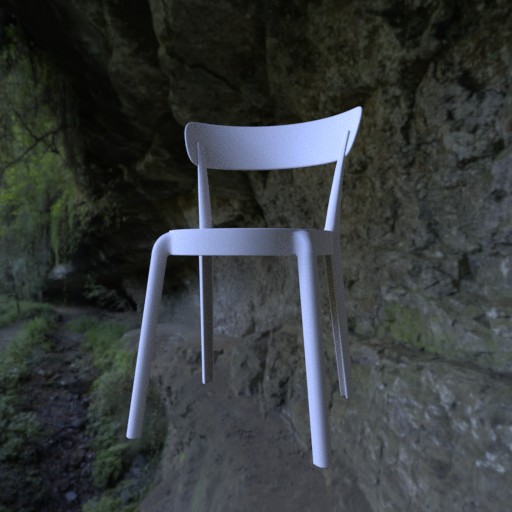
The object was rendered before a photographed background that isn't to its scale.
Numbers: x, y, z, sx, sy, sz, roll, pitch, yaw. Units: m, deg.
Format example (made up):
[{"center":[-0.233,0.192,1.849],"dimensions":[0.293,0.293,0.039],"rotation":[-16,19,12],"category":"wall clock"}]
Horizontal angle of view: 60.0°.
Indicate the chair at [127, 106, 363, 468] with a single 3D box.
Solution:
[{"center":[0.000,0.000,1.122],"dimensions":[0.506,0.790,0.491],"rotation":[0,1,18],"category":"chair"}]
